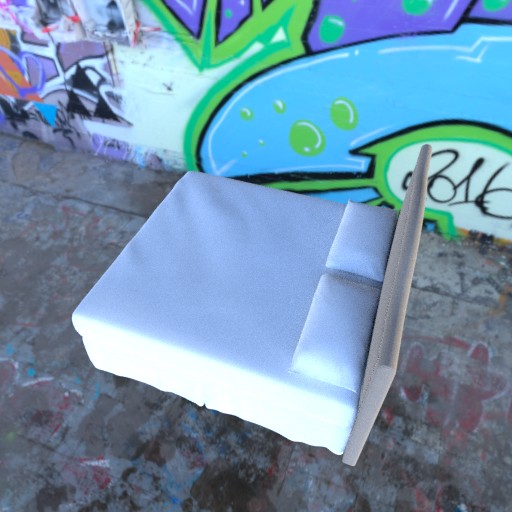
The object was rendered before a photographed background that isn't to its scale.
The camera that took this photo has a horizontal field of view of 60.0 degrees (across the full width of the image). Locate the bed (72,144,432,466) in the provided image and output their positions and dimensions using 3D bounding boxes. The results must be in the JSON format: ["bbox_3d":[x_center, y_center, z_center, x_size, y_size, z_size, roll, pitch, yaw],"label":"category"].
[{"bbox_3d":[0.000,0.000,3.449,2.182,1.421,2.083,15,48,14],"label":"bed"}]
